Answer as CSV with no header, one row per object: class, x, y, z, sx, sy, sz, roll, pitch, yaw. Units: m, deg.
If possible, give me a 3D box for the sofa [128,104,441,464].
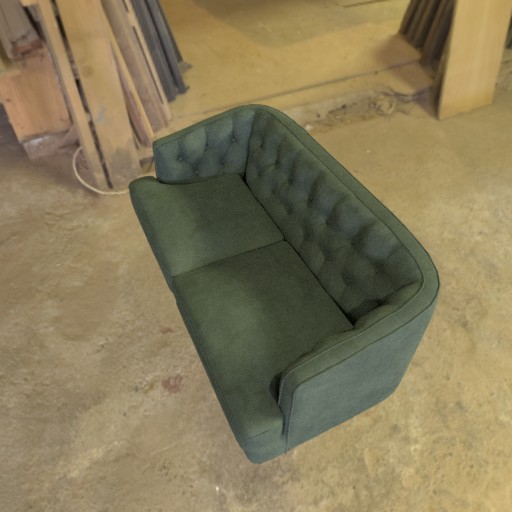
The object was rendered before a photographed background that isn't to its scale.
sofa,0.000,0.000,2.293,0.941,0.855,1.733,-19,49,-17
